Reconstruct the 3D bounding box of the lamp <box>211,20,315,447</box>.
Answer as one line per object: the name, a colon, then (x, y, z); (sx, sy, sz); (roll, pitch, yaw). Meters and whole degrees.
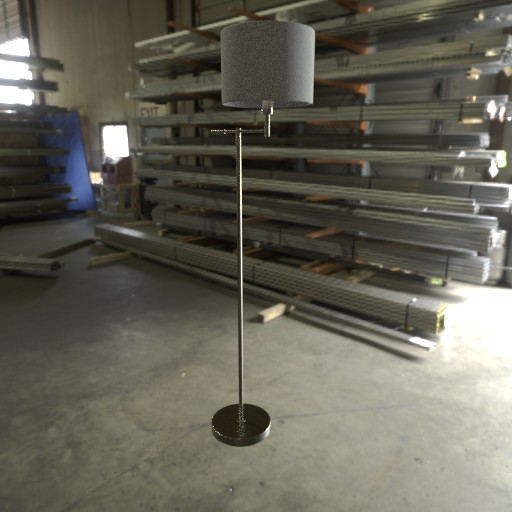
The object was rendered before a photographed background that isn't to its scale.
lamp: (0.000, 0.000, 1.748); (0.416, 1.600, 0.324); (8, 16, 28)
